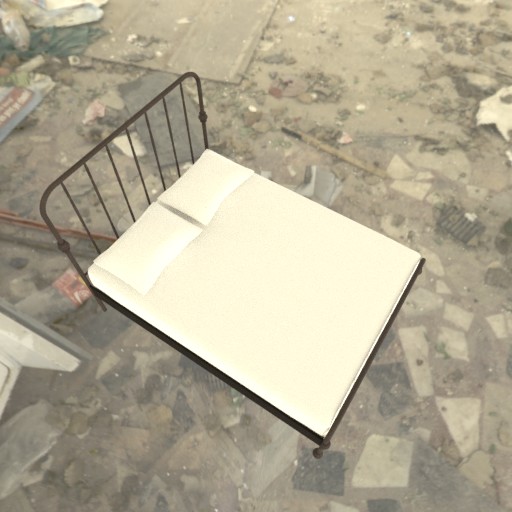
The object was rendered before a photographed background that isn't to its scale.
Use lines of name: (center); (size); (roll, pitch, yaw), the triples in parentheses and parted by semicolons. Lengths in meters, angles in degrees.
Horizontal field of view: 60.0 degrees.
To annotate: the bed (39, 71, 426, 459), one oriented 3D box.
bed: (0.000, 0.000, 3.203); (2.134, 1.446, 1.616); (29, 62, 17)
